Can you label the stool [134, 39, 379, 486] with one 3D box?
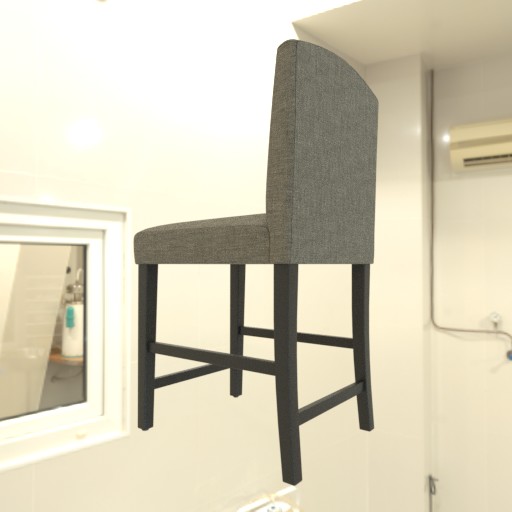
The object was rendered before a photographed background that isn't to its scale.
[{"bbox_3d":[0.000,0.000,1.246,0.552,0.966,0.451,-1,-1,38],"label":"stool"}]
